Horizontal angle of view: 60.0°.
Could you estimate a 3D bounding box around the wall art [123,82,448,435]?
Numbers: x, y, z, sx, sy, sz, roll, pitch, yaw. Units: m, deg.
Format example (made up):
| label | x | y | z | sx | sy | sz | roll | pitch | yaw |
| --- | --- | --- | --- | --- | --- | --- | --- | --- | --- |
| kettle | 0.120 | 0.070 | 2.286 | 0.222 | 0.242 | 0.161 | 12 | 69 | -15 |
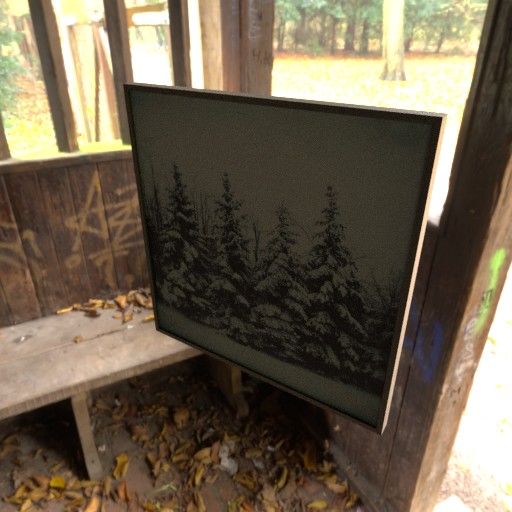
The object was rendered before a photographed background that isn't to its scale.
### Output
| label | x | y | z | sx | sy | sz | roll | pitch | yaw |
| --- | --- | --- | --- | --- | --- | --- | --- | --- | --- |
| wall art | 0.000 | 0.000 | 1.103 | 0.758 | 0.758 | 0.039 | 17 | 33 | 29 |
